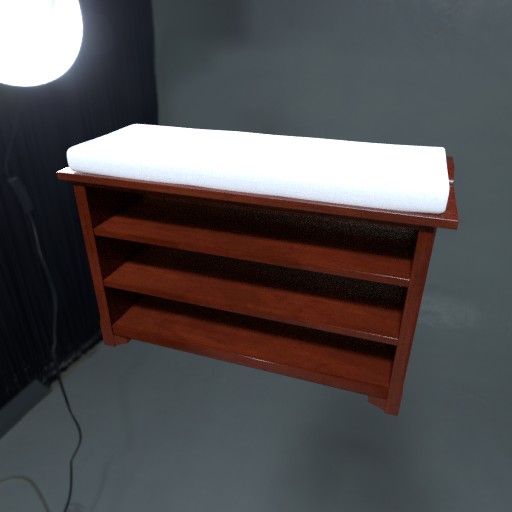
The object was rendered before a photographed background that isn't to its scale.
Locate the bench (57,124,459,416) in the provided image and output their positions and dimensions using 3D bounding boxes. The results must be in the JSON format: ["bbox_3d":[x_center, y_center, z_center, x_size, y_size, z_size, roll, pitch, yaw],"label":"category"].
[{"bbox_3d":[0.000,0.000,1.307,0.987,0.646,0.369,9,30,17],"label":"bench"}]
